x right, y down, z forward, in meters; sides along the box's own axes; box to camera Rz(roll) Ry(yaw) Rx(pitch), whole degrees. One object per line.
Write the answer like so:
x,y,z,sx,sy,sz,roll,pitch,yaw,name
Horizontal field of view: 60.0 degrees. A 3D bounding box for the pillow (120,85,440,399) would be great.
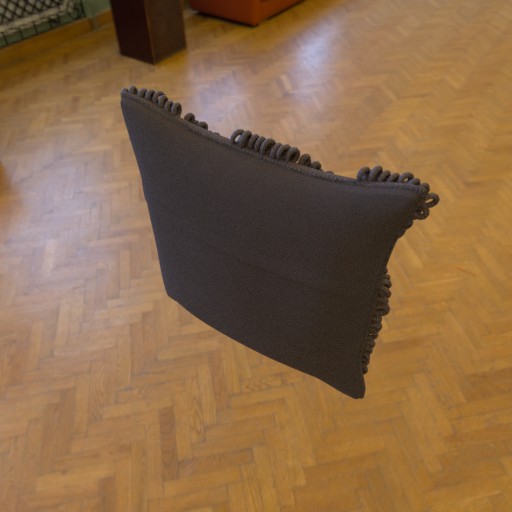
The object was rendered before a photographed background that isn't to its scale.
0.000,0.000,0.724,0.470,0.467,0.172,25,51,22,pillow
